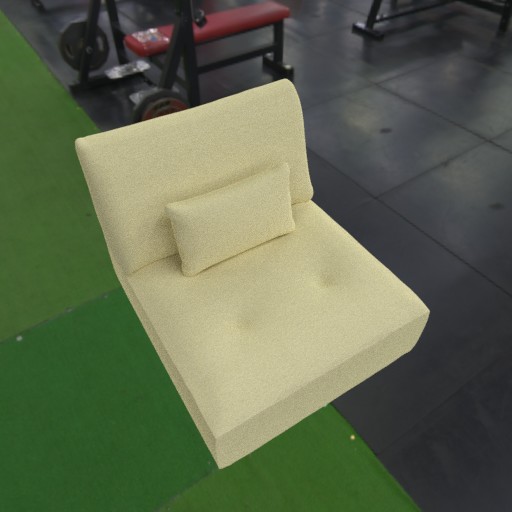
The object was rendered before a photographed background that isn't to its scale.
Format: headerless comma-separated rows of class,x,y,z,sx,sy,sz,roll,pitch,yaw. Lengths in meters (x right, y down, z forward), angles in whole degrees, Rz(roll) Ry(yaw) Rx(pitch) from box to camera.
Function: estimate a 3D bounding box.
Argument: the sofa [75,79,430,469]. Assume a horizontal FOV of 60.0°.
sofa,0.000,0.000,1.695,0.930,0.820,1.000,-24,51,-21
